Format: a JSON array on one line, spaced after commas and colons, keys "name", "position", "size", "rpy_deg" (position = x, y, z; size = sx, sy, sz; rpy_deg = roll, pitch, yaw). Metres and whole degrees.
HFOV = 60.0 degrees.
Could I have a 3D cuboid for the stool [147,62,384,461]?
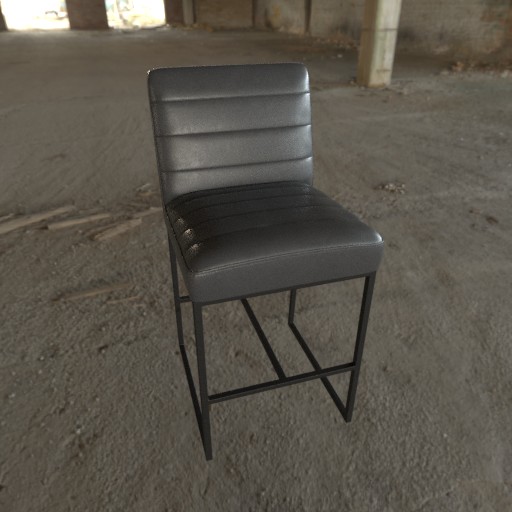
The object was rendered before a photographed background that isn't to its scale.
[{"name": "stool", "position": [0.000, 0.000, 1.235], "size": [0.457, 0.938, 0.552], "rpy_deg": [-9, 31, -15]}]
